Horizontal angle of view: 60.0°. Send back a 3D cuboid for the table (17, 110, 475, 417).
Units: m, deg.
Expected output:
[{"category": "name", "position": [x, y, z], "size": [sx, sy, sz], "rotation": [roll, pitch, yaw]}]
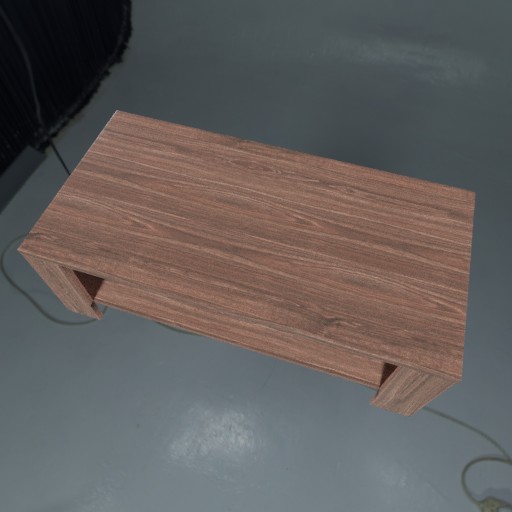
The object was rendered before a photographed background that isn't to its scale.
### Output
[{"category": "table", "position": [0.000, 0.000, 1.454], "size": [1.200, 0.400, 0.600], "rotation": [15, 59, 9]}]
